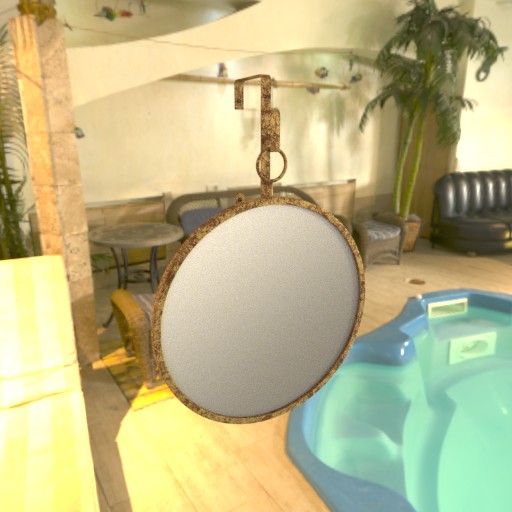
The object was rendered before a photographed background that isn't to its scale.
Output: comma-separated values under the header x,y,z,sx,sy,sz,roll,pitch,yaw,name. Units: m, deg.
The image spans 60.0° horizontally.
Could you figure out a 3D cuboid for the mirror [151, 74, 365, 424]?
x,y,z,sx,sy,sz,roll,pitch,yaw,name
0.000,0.000,0.861,0.447,0.651,0.144,-8,18,-26,mirror
